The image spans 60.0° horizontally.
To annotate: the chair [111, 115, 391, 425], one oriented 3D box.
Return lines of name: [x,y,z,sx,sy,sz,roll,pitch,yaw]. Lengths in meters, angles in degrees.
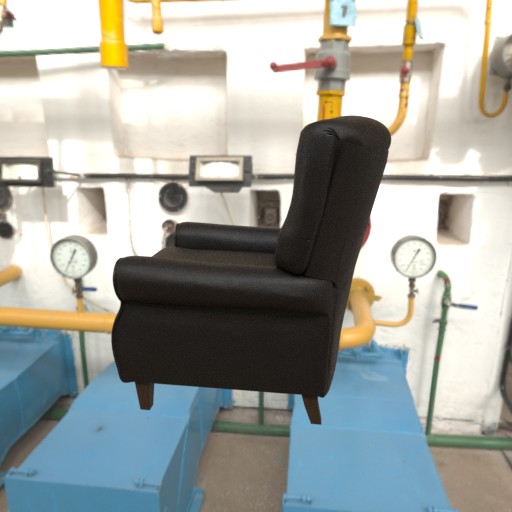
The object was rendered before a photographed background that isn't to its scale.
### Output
chair: [0.000,0.000,1.933,1.058,1.158,0.948,2,15,8]
